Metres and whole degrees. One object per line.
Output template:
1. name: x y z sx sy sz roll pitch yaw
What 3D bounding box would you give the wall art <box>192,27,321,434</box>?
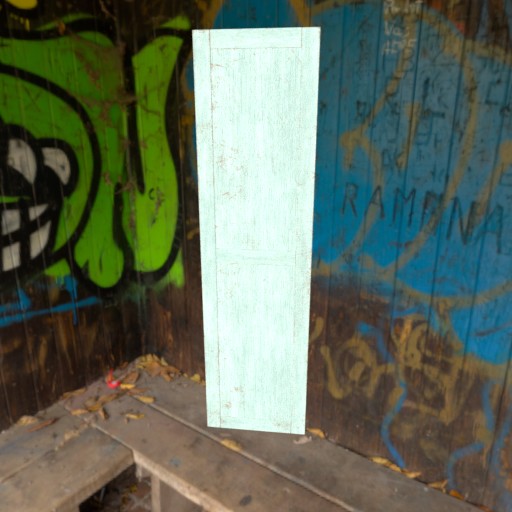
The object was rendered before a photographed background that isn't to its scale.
1. wall art: 0.000 0.000 1.319 0.329 1.219 0.025 2 17 7
